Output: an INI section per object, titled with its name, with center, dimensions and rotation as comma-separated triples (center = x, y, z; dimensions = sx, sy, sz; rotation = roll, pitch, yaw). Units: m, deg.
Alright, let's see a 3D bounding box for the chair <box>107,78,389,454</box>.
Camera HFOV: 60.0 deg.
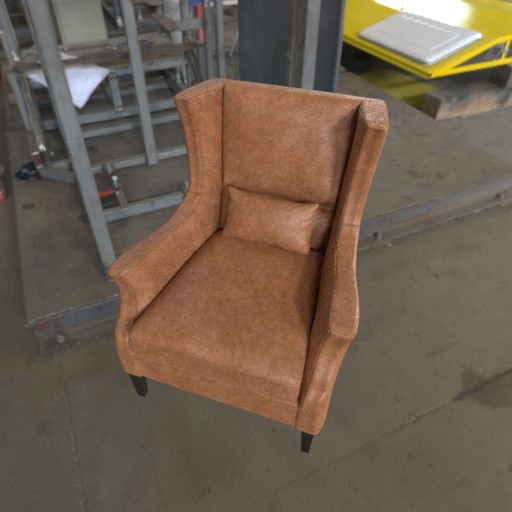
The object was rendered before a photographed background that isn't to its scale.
[chair]
center = 0.000, 0.000, 1.689
dimensions = 0.853, 1.016, 0.926
rotation = 13, 43, 15
